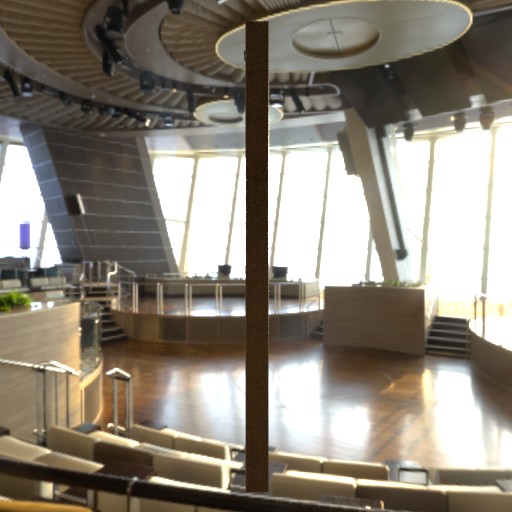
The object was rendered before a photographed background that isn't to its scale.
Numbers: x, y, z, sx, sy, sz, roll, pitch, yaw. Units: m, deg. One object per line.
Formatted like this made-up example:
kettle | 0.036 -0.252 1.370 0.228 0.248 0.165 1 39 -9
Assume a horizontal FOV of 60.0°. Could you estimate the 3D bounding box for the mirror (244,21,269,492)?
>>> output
mirror | 0.000 0.000 0.921 0.040 0.710 0.507 0 1 0
